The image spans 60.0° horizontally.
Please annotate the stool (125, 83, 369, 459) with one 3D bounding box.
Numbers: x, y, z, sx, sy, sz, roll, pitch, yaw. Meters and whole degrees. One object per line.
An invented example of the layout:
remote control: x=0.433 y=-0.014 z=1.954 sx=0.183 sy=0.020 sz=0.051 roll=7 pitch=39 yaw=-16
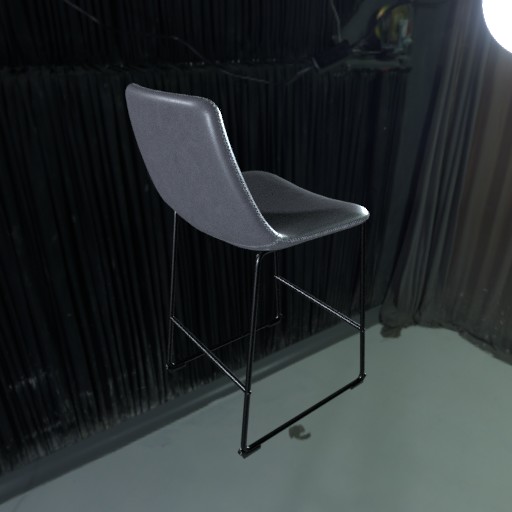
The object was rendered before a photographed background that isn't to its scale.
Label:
stool: x=0.000 y=0.000 z=1.189 sx=0.546 sy=0.876 sz=0.470 roll=-19 pitch=33 yaw=-33
